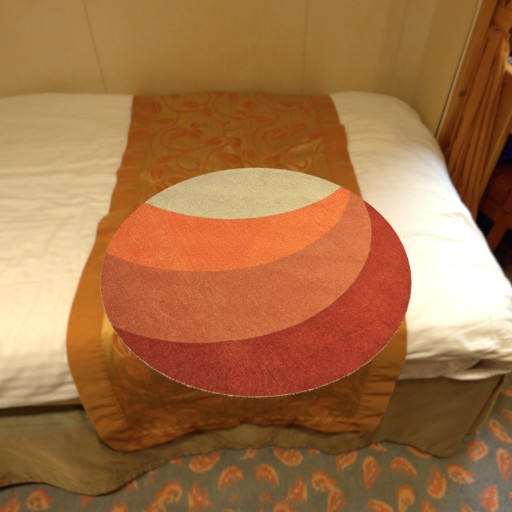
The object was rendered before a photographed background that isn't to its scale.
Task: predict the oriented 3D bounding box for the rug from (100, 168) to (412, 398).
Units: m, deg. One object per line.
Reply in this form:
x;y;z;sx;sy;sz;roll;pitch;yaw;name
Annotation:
0.000;0.000;2.219;1.514;0.015;1.514;0;46;0;rug
